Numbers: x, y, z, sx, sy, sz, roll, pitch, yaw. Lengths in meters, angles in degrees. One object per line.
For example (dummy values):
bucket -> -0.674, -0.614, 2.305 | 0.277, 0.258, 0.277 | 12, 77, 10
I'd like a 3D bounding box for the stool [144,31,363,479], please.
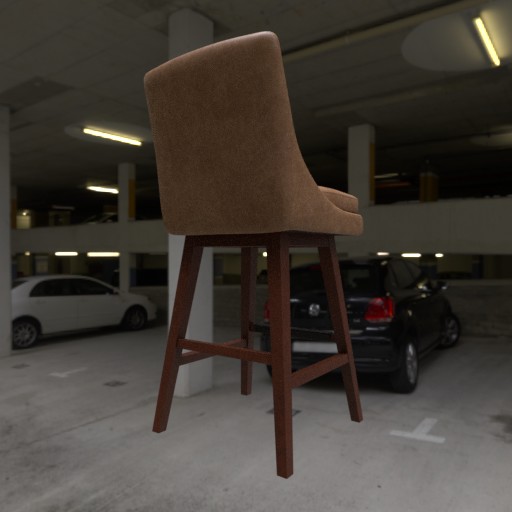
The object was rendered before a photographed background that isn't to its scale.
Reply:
stool -> 0.000, 0.000, 1.379 | 0.487, 1.079, 0.572 | 0, 1, 36
